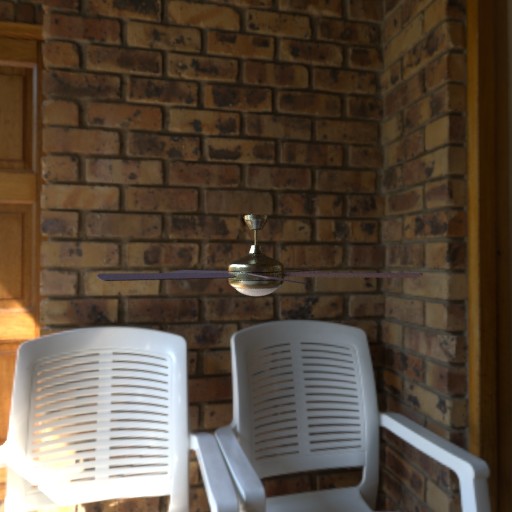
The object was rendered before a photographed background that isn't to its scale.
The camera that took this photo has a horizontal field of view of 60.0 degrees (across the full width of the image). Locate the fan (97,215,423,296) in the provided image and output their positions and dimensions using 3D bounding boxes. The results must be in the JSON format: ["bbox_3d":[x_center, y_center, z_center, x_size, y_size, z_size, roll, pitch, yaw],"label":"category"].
[{"bbox_3d":[0.000,0.000,1.966,1.321,0.356,1.321,0,-1,-18],"label":"fan"}]
